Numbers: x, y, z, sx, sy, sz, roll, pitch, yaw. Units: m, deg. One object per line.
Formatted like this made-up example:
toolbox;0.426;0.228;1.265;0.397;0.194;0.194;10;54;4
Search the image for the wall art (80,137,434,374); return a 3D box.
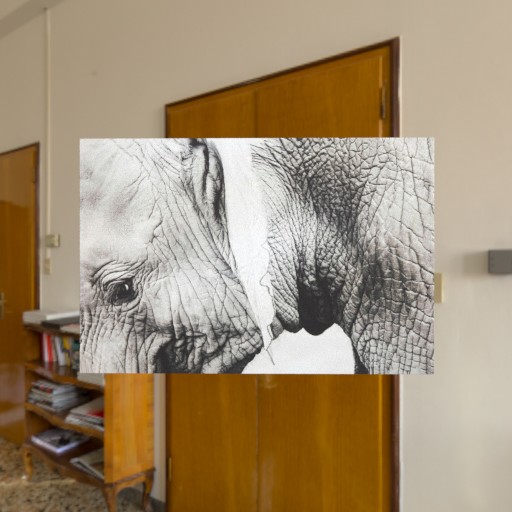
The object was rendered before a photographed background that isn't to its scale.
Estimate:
wall art;0.000;0.000;1.153;0.914;0.607;0.023;0;0;1
